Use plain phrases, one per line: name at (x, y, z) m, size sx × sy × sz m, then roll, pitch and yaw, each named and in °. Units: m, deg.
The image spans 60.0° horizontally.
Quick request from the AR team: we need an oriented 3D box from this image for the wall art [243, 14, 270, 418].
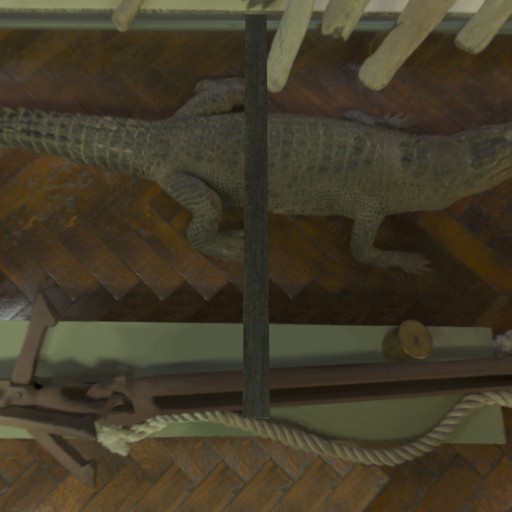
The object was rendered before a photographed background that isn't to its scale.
wall art at (0.000, 0.000, 0.779) m, size 0.027 × 0.580 × 0.479 m, roll 0°, pitch 76°, yaw 0°
